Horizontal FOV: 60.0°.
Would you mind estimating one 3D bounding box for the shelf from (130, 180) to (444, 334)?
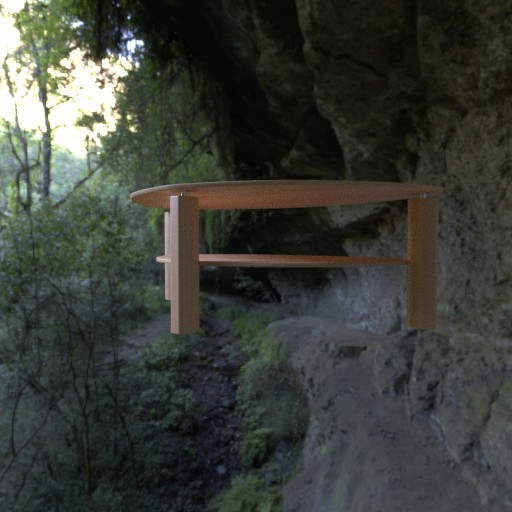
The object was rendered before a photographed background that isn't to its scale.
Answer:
[{"bbox_3d":[0.000,0.000,1.637,1.246,0.440,0.845,1,2,36],"label":"shelf"}]
